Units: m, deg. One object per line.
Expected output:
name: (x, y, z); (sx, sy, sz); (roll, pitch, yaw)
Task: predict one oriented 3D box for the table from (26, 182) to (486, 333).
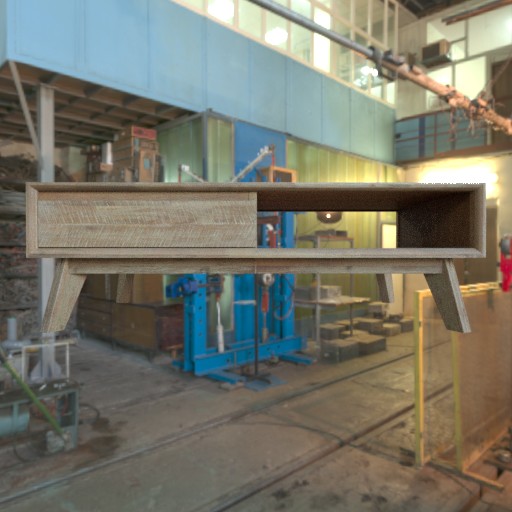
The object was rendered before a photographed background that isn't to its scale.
table: (0.000, 0.000, 2.014); (1.619, 0.531, 0.918); (0, 1, 0)
